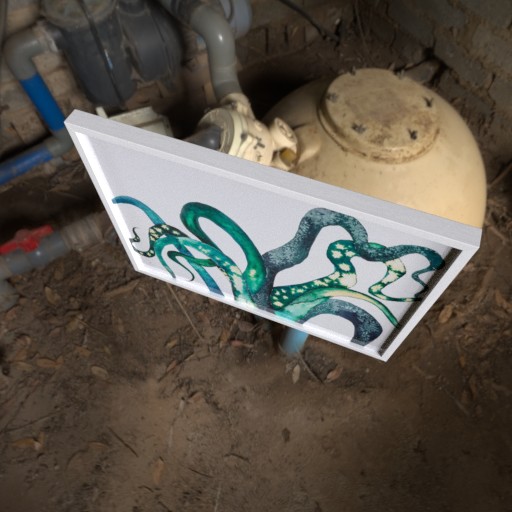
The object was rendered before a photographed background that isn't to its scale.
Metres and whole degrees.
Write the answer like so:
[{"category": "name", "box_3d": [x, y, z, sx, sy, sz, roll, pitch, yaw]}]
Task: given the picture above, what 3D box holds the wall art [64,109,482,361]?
[{"category": "wall art", "box_3d": [0.000, 0.000, 1.391, 1.041, 0.787, 0.053, 19, 61, 11]}]
